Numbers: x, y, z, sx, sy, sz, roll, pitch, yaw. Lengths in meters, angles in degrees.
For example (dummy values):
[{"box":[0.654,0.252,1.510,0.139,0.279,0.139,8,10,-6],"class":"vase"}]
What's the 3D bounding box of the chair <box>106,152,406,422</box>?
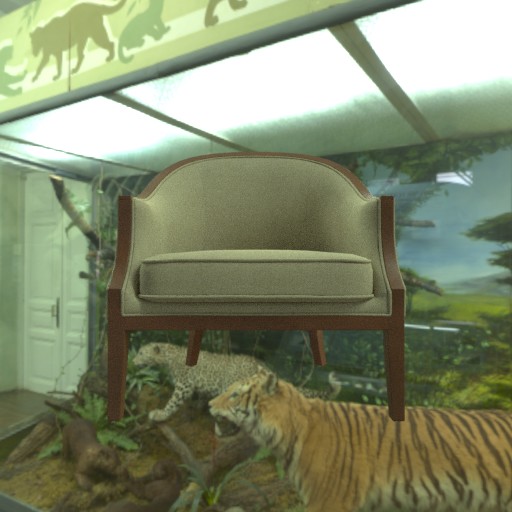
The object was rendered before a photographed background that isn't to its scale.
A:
[{"box":[0.000,0.000,1.489,0.803,0.876,0.735,0,-1,0],"class":"chair"}]
